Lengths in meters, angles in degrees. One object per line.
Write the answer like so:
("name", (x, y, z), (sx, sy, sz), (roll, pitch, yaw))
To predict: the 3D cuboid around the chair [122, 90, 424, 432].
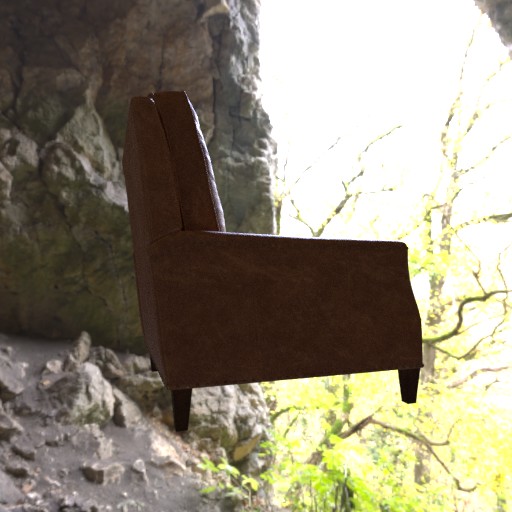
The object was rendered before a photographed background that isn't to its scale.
("chair", (0.000, 0.000, 1.814), (1.035, 1.054, 0.854), (0, -1, -18))
